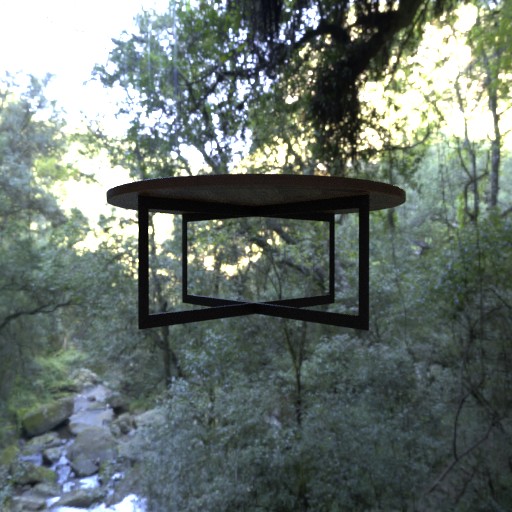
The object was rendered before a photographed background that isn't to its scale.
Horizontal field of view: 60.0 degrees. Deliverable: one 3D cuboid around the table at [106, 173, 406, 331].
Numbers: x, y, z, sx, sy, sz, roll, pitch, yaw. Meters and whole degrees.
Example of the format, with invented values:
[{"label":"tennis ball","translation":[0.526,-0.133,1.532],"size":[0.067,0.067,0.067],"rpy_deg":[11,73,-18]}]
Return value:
[{"label":"table","translation":[0.000,0.000,1.975],"size":[1.264,0.516,1.264],"rpy_deg":[0,1,0]}]
